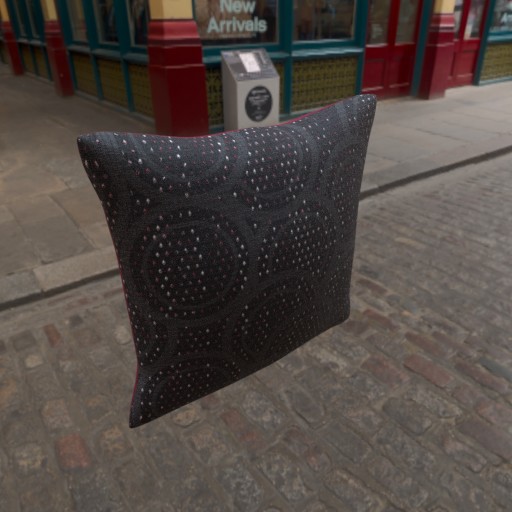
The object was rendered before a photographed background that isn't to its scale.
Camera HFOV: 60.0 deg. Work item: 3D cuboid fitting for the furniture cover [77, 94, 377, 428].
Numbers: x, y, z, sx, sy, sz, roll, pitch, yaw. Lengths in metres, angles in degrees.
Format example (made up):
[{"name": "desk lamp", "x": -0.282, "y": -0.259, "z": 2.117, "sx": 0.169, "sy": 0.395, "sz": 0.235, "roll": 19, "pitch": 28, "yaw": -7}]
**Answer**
[{"name": "furniture cover", "x": 0.000, "y": 0.000, "z": 0.798, "sx": 0.552, "sy": 0.509, "sz": 0.193, "roll": -20, "pitch": 34, "yaw": -32}]
